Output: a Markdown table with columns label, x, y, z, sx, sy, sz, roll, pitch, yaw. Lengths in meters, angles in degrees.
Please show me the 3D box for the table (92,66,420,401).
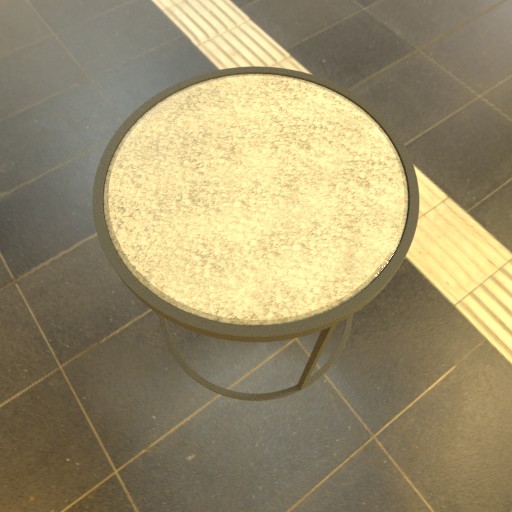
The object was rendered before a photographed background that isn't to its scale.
| label | x | y | z | sx | sy | sz | roll | pitch | yaw |
| --- | --- | --- | --- | --- | --- | --- | --- | --- | --- |
| table | 0.000 | 0.000 | 0.867 | 0.470 | 0.498 | 0.470 | 0 | 63 | 0 |
